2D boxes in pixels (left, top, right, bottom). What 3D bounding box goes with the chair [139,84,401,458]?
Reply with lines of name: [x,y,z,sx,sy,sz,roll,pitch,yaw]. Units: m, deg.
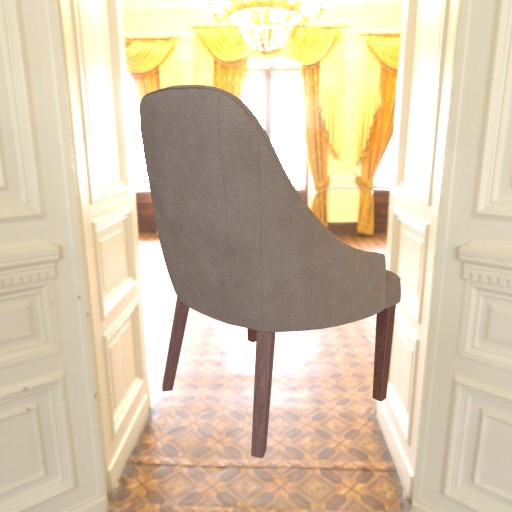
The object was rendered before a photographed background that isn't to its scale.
chair: [0.000,0.000,1.292,0.575,0.889,0.643,-13,19,-42]
